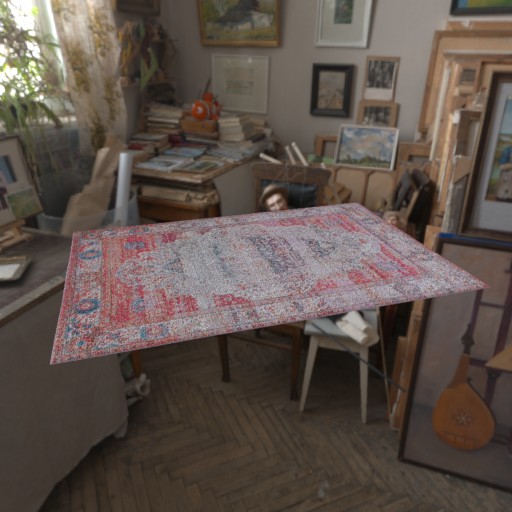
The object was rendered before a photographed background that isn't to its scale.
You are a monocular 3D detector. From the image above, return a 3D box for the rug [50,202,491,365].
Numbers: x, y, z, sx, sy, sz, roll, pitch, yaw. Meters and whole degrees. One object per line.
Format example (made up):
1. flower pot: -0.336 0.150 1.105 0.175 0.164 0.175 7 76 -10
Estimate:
1. rug: 0.000 0.000 2.266 1.829 0.006 1.219 -7 27 -15
